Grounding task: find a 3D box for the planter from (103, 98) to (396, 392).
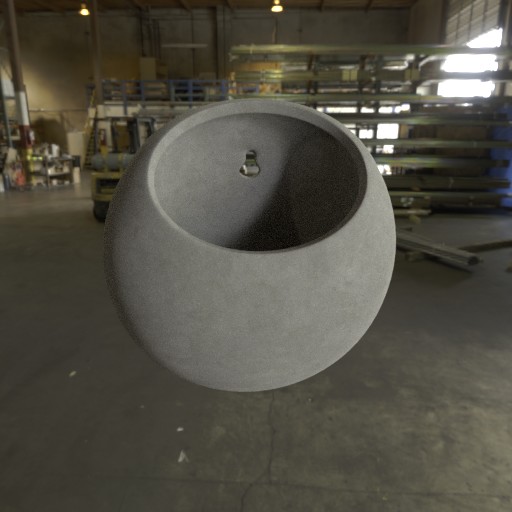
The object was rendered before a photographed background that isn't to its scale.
[{"bbox_3d":[0.000,0.000,0.279,0.185,0.188,0.071,-2,15,-9],"label":"planter"}]
